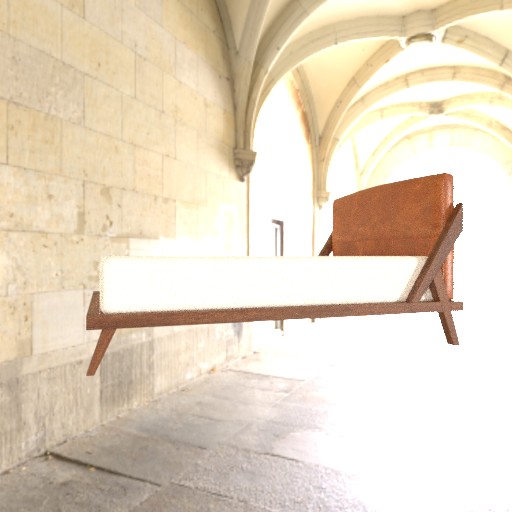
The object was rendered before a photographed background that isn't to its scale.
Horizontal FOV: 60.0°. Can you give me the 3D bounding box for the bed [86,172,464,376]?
[{"bbox_3d":[0.000,0.000,3.307,2.311,1.168,1.651,0,0,-19],"label":"bed"}]
